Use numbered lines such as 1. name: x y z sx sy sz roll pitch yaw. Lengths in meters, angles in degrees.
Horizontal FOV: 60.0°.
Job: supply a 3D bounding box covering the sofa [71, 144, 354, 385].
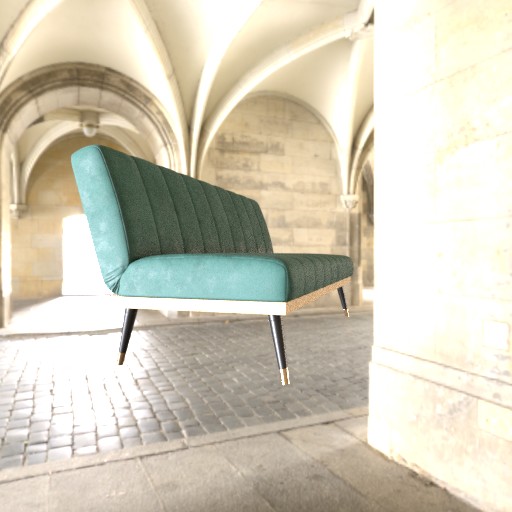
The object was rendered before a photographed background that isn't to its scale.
1. sofa: 0.000 0.000 2.328 0.830 0.820 1.810 0 0 18
